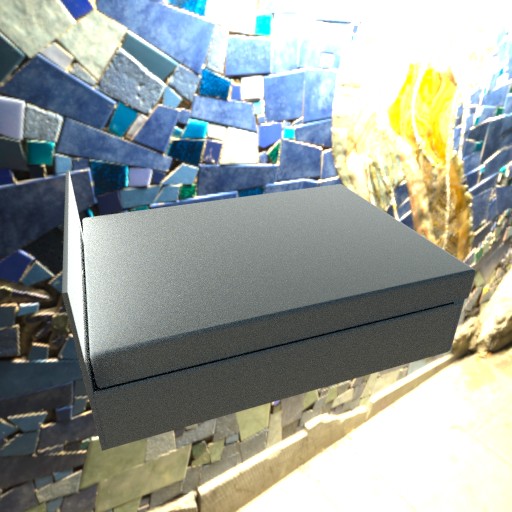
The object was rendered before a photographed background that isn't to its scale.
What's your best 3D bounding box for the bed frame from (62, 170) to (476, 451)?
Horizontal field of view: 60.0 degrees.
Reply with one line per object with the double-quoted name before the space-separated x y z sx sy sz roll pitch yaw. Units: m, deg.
"bed frame" 0.000 0.000 2.543 1.900 0.800 1.400 -10 30 -17
